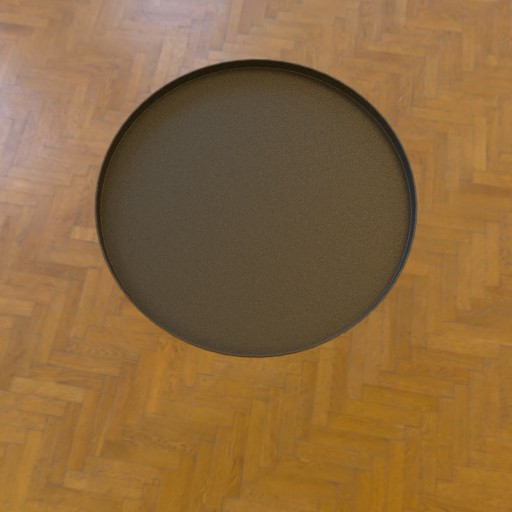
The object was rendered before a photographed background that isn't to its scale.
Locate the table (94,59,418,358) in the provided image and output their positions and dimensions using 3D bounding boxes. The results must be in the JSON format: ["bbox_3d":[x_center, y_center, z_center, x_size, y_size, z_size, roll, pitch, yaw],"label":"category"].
[{"bbox_3d":[0.000,0.000,1.028,0.502,0.700,0.502,-36,77,-10],"label":"table"}]
